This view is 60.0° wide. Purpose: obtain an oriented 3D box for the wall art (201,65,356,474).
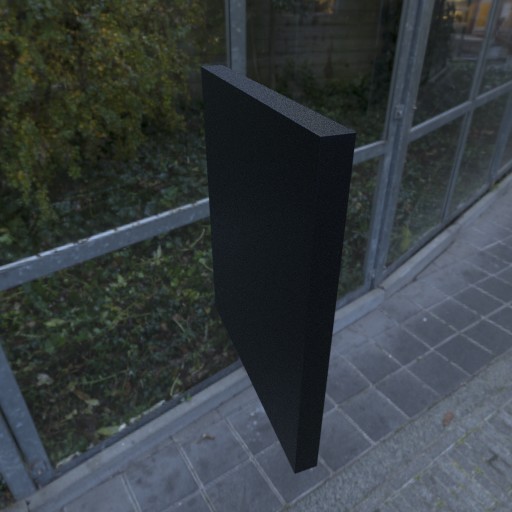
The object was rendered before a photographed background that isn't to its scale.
[{"bbox_3d":[0.000,0.000,0.532,0.028,0.380,0.325,-11,33,-17],"label":"wall art"}]
